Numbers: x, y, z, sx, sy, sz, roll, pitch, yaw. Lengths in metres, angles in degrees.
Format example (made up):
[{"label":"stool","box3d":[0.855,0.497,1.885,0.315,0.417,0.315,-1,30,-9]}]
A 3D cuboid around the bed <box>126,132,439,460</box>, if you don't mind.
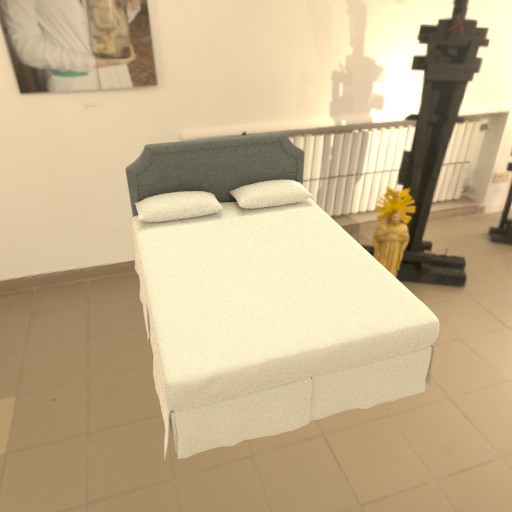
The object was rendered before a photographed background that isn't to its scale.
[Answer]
[{"label":"bed","box3d":[0.000,0.000,3.671,1.977,1.306,2.464,-10,32,-15]}]
